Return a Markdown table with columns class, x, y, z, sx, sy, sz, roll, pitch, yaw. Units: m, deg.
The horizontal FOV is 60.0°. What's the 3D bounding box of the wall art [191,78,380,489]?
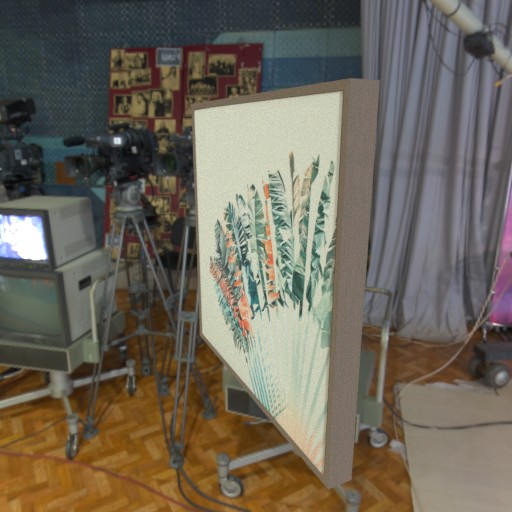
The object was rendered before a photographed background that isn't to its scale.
| class | x | y | z | sx | sy | sz | roll | pitch | yaw |
| --- | --- | --- | --- | --- | --- | --- | --- | --- | --- |
| wall art | 0.000 | 0.000 | 0.743 | 0.038 | 0.506 | 0.508 | -8 | 18 | -25 |
